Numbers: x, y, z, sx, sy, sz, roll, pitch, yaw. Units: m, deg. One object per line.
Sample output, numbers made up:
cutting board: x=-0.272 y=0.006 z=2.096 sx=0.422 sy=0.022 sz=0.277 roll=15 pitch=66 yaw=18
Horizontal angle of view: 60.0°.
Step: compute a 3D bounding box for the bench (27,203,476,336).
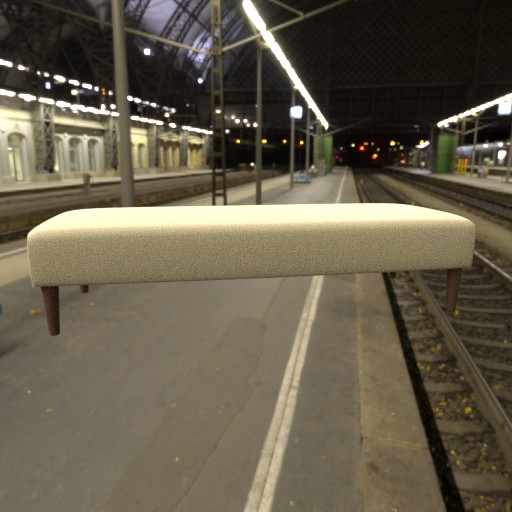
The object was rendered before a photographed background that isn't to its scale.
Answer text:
bench: x=0.000 y=0.000 z=1.873 sx=1.609 sy=0.393 sz=0.646 roll=-2 pitch=12 yaw=-9
